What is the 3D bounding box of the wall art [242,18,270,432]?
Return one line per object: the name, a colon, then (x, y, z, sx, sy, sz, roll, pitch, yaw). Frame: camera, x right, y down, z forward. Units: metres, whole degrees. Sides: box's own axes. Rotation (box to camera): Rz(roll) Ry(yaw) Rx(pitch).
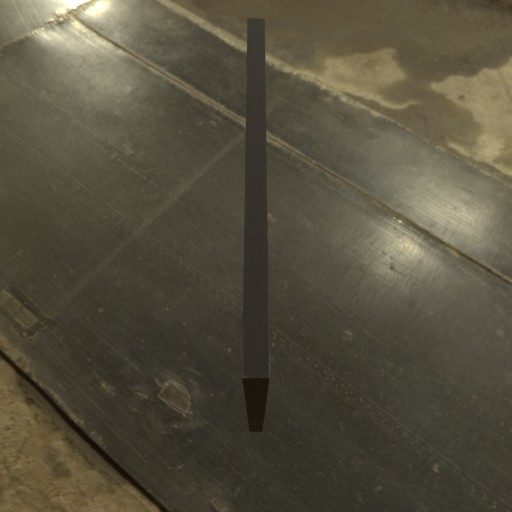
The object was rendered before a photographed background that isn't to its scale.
wall art: (0.000, 0.000, 1.123, 0.038, 0.762, 0.762, 0, 63, 0)
